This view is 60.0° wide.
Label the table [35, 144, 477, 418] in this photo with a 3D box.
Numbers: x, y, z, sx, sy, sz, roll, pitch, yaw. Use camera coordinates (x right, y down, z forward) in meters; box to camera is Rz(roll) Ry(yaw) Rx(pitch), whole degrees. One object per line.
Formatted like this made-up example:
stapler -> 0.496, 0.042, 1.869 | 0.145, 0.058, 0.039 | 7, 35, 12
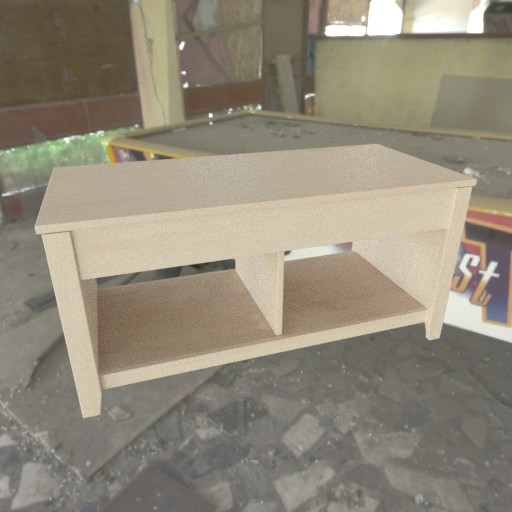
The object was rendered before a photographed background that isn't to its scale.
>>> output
table -> 0.000, 0.000, 1.266 | 1.016, 0.483, 0.457 | -8, 27, -16
